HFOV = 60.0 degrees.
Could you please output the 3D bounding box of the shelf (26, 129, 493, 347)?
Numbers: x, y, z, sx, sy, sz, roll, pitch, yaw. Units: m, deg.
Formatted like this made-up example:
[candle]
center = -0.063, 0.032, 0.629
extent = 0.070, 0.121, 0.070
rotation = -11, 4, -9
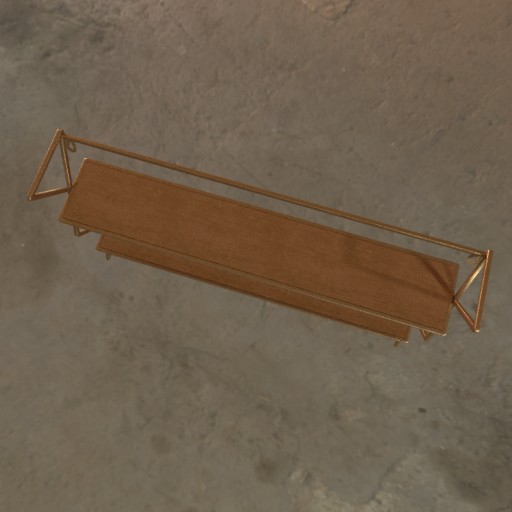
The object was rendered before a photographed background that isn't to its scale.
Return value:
[shelf]
center = 0.000, 0.000, 1.002
extent = 0.822, 0.450, 0.150
rotation = 16, 76, 4
